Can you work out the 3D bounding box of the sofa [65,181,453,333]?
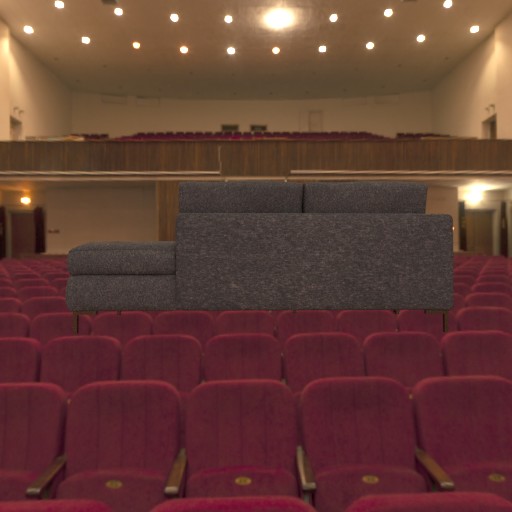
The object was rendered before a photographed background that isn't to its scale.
[{"bbox_3d":[0.000,0.000,3.718,2.007,0.815,2.949,0,0,-1],"label":"sofa"}]
